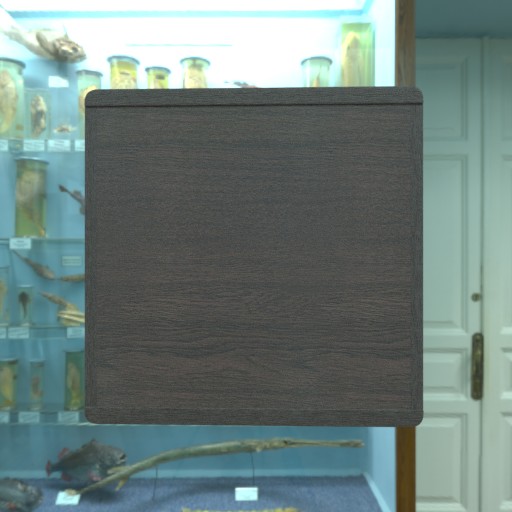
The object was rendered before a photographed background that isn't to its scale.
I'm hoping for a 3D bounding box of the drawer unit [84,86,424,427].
[{"bbox_3d":[0.000,0.000,0.593,0.344,0.344,0.290,0,0,2],"label":"drawer unit"}]
